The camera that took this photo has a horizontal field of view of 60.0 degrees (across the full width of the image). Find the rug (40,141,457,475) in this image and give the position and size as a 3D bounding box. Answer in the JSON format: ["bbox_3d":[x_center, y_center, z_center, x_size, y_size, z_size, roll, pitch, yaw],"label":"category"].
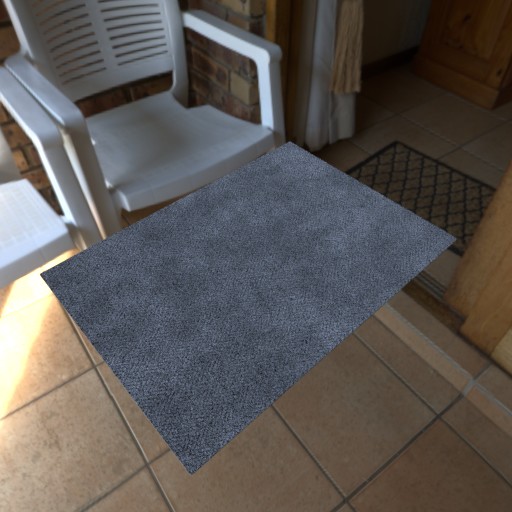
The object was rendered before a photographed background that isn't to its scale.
[{"bbox_3d":[0.000,0.000,2.895,2.235,0.008,1.600,-34,55,-27],"label":"rug"}]
